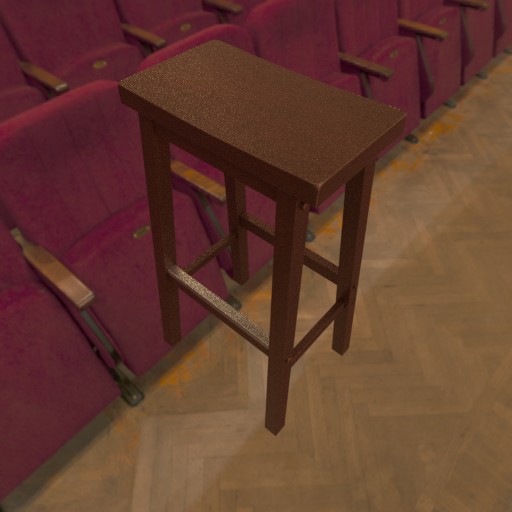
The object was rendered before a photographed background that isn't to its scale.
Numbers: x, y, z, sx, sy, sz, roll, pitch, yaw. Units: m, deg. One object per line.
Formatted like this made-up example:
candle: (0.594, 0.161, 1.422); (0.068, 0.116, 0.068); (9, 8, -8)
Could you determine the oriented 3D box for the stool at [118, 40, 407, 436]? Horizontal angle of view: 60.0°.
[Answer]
stool: (0.000, 0.000, 0.966); (0.406, 0.742, 0.322); (33, 56, 26)
